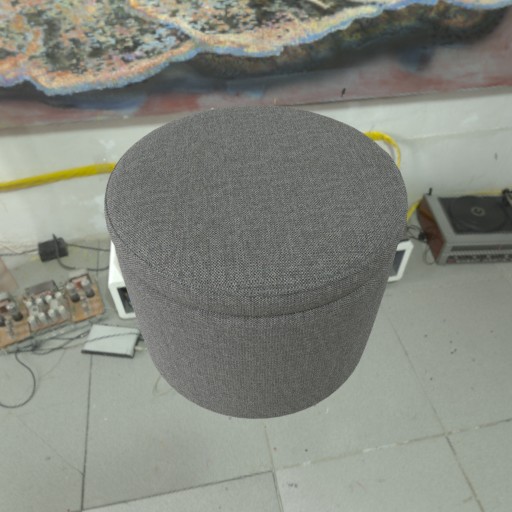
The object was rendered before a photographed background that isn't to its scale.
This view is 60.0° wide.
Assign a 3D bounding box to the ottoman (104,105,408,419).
[{"bbox_3d":[0.000,0.000,0.903,0.520,0.430,0.520,0,47,0],"label":"ottoman"}]
